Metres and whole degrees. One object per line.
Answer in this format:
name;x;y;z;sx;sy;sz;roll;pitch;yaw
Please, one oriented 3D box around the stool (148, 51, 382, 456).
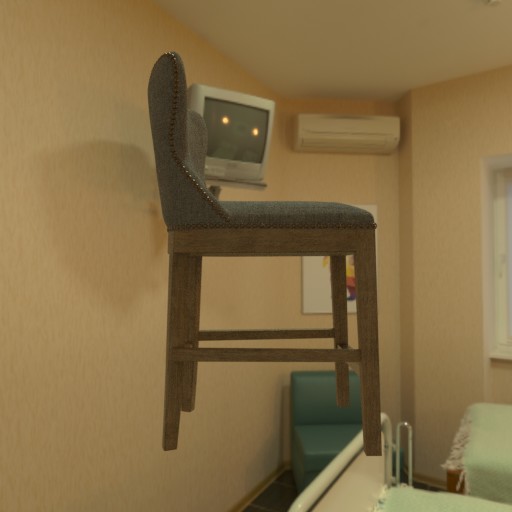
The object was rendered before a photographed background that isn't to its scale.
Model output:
stool;0.000;0.000;1.281;0.608;0.981;0.498;0;-1;0
